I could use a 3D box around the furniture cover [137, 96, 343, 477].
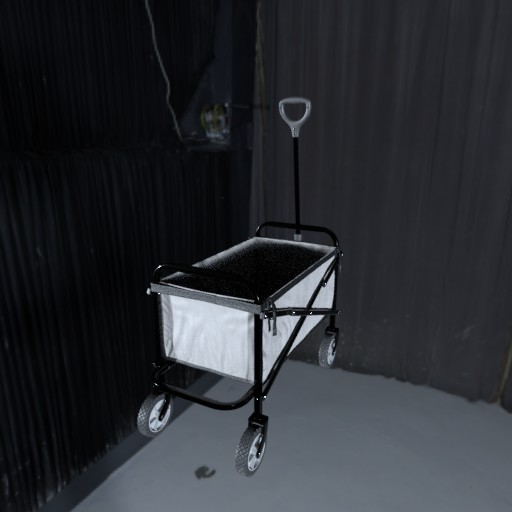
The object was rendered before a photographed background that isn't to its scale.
[{"bbox_3d":[0.000,0.000,1.853,0.532,1.295,1.038,9,18,27],"label":"furniture cover"}]
